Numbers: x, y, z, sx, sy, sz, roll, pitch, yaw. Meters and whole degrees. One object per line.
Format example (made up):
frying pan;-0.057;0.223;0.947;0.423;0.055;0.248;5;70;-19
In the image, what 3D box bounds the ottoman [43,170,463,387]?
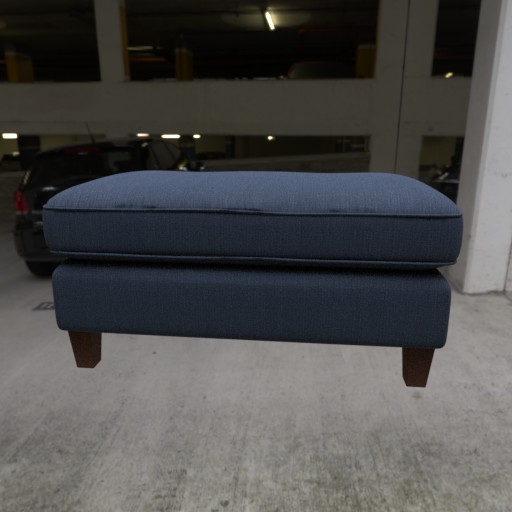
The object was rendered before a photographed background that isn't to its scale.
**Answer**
ottoman;0.000;0.000;1.191;0.885;0.438;0.570;2;16;6
